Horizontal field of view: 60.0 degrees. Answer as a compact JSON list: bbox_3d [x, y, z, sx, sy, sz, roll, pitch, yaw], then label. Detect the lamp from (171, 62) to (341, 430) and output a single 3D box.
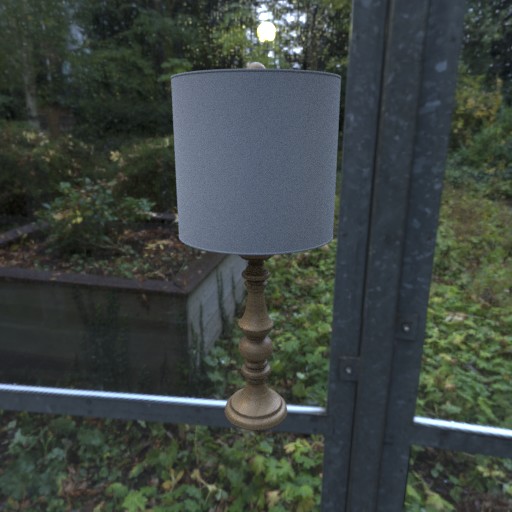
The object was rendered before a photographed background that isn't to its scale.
[{"bbox_3d":[0.000,0.000,0.740,0.250,0.597,0.250,8,18,24],"label":"lamp"}]
